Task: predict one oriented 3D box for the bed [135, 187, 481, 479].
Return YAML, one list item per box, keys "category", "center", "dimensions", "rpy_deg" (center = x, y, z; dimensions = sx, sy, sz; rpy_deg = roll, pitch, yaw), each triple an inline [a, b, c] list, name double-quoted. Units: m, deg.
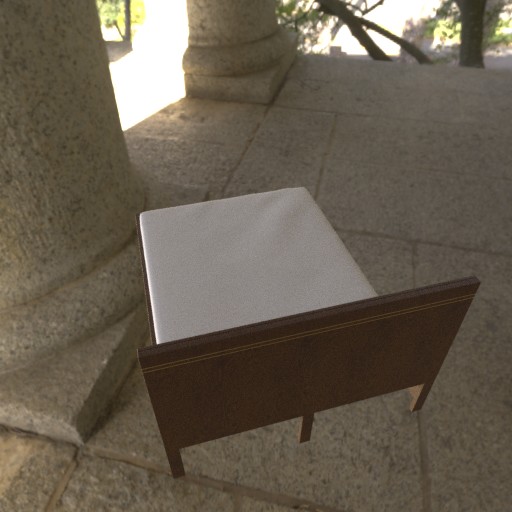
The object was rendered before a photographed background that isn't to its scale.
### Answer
- category: "bed"
  center: [0.000, 0.000, 3.141]
  dimensions: [1.613, 1.169, 2.221]
  rpy_deg: [-10, 42, -12]
